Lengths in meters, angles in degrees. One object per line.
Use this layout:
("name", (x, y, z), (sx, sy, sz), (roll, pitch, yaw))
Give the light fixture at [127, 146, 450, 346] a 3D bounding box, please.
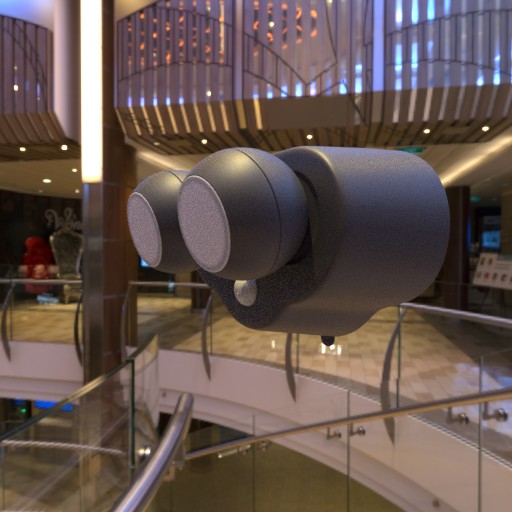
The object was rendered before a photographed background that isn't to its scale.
("light fixture", (0.000, 0.000, 0.342), (0.159, 0.159, 0.229), (-1, 1, -35))
